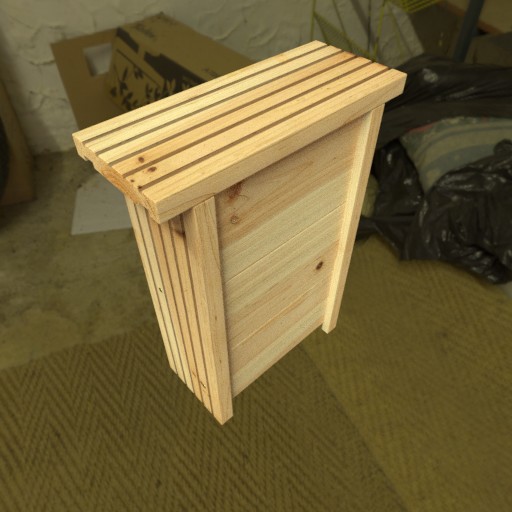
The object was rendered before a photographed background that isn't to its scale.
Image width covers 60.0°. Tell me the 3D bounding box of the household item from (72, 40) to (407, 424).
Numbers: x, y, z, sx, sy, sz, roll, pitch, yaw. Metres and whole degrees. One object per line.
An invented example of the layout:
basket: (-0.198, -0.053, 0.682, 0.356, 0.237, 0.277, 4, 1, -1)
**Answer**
household item: (0.000, 0.000, 0.551, 0.301, 0.407, 0.123, -34, 55, -28)
